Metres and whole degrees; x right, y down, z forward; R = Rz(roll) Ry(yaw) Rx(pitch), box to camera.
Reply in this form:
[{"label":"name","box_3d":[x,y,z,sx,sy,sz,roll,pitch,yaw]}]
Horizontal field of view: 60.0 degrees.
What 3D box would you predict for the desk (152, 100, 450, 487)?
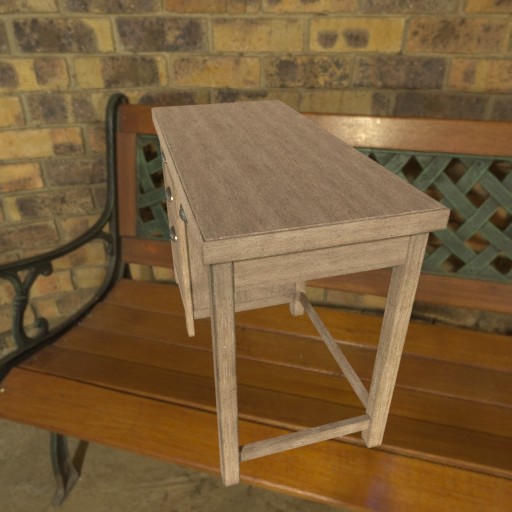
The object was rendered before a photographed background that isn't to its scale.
[{"label":"desk","box_3d":[0.000,0.000,1.761,0.610,0.912,1.289,-8,32,-14]}]
